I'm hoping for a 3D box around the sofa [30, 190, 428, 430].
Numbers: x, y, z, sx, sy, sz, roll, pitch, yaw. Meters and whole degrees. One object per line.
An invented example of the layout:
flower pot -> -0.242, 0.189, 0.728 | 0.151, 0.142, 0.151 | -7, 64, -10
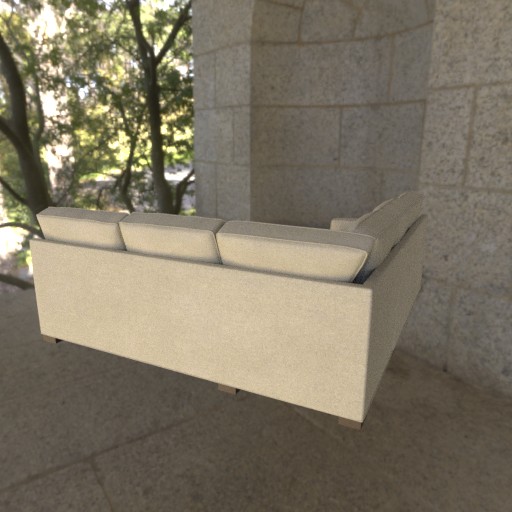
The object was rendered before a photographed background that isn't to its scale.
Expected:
sofa -> 0.000, 0.000, 3.349 | 2.211, 0.936, 2.188 | 7, 16, 25
